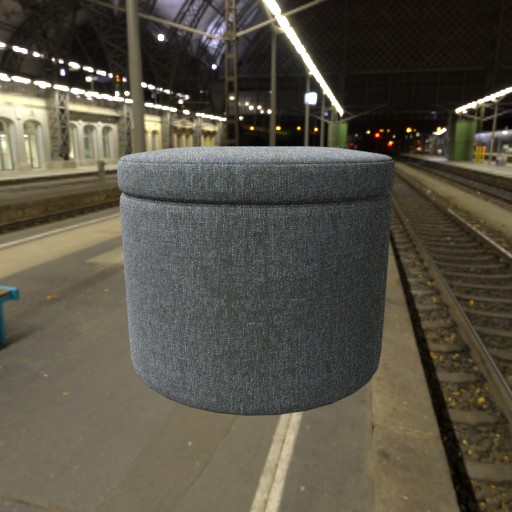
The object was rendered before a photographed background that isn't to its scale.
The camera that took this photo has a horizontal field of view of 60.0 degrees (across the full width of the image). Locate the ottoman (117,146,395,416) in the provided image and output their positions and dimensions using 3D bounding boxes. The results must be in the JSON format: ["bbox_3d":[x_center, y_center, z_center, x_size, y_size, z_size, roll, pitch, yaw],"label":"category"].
[{"bbox_3d":[0.000,0.000,0.875,0.500,0.419,0.500,0,14,0],"label":"ottoman"}]
